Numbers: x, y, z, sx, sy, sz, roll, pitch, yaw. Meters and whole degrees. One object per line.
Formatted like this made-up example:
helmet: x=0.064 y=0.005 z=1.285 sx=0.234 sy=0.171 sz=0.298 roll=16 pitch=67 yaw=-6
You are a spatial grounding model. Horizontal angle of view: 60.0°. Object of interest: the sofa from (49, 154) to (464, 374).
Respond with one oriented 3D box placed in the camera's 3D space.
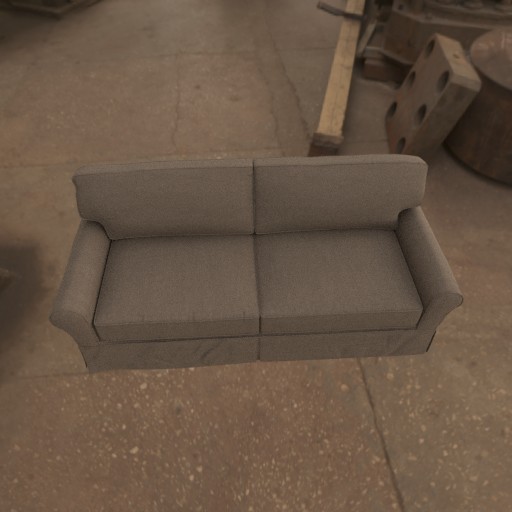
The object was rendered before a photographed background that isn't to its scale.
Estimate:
sofa: x=0.000 y=0.000 z=2.733 sx=2.248 sy=0.943 sz=0.991 roll=-2 pitch=47 yaw=-2
